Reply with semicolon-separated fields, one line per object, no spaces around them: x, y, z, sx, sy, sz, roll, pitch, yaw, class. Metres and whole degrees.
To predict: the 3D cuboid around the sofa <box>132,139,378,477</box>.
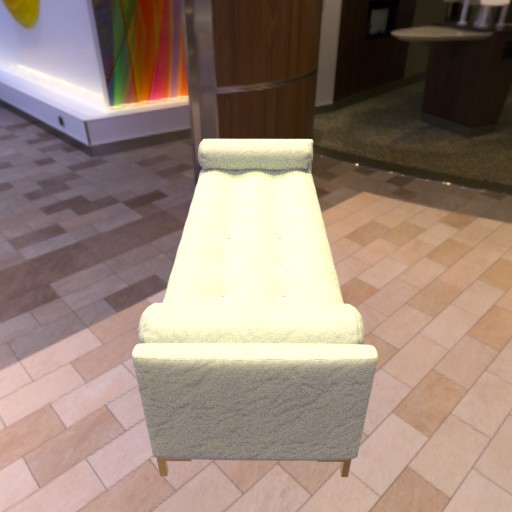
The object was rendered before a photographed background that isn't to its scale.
0.000;0.000;2.395;0.796;0.705;2.102;0;33;0;sofa
